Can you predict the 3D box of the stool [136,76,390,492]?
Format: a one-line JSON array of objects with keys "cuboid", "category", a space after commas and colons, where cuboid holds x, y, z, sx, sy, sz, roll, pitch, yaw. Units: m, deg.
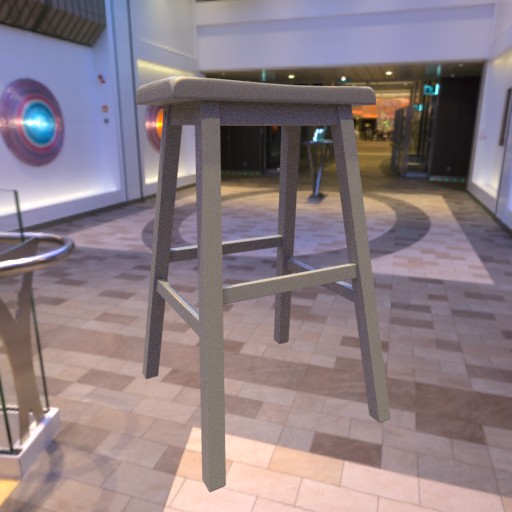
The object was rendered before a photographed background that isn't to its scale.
[{"cuboid": [0.000, 0.000, 1.030, 0.457, 0.737, 0.476, -9, 18, -27], "category": "stool"}]
